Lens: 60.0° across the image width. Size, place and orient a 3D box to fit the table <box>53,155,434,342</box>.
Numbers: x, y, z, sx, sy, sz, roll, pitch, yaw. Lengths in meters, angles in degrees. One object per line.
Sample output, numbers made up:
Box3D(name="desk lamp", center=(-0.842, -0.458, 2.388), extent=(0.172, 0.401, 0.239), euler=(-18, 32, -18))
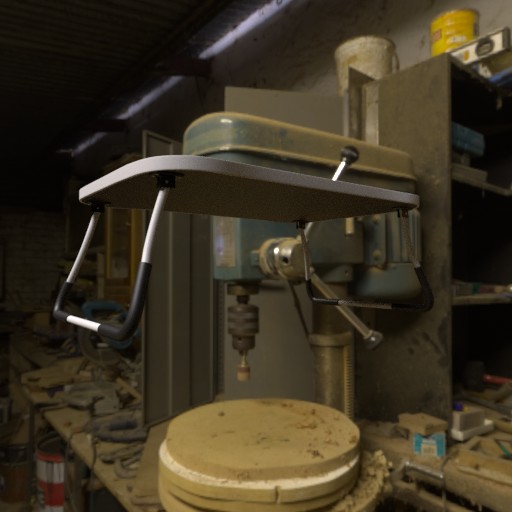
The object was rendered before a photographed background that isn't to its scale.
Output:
Box3D(name="table", center=(0.000, 0.000, 0.860), extent=(0.660, 0.232, 0.400), euler=(2, -3, -37))
